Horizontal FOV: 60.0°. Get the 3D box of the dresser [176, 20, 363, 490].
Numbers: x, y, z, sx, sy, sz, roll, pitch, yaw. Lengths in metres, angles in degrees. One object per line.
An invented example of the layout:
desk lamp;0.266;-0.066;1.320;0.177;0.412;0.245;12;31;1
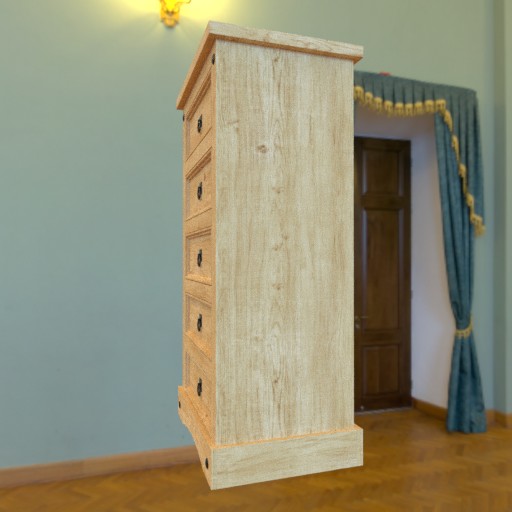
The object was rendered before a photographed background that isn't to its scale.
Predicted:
dresser;0.000;0.000;1.291;0.390;1.041;0.531;0;0;-18
